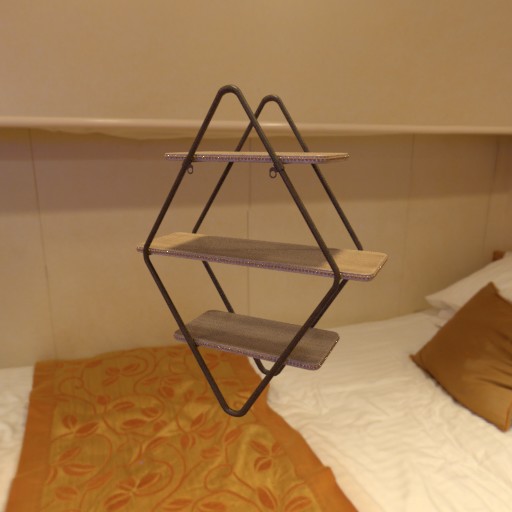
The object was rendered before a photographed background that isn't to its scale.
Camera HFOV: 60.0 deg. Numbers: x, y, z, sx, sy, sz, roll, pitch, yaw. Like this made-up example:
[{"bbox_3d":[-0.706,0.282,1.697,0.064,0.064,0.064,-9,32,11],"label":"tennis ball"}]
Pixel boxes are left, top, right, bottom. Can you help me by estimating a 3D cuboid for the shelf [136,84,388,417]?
[{"bbox_3d":[0.000,0.000,1.096,0.609,0.774,0.234,7,16,25],"label":"shelf"}]
